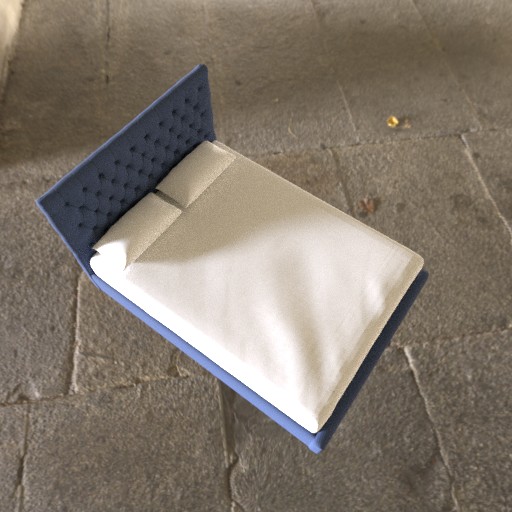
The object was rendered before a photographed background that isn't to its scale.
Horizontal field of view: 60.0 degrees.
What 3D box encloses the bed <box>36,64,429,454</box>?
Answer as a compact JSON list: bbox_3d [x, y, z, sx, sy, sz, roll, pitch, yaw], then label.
[{"bbox_3d":[0.000,0.000,3.475,2.387,1.427,1.706,33,66,17],"label":"bed"}]
